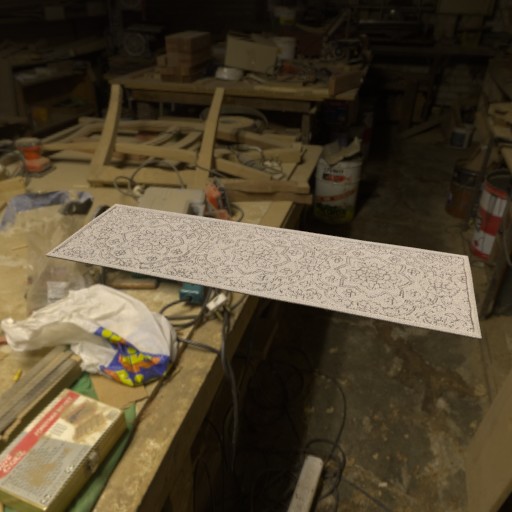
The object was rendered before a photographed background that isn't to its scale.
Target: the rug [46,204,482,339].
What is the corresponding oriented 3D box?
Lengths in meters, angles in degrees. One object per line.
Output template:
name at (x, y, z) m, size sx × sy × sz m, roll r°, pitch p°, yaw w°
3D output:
rug at (0.000, 0.000, 2.681) m, size 2.448 × 0.012 × 0.769 m, roll 10°, pitch 33°, yaw 15°
